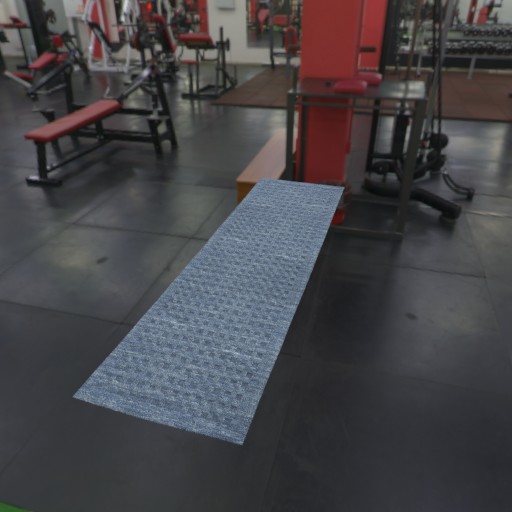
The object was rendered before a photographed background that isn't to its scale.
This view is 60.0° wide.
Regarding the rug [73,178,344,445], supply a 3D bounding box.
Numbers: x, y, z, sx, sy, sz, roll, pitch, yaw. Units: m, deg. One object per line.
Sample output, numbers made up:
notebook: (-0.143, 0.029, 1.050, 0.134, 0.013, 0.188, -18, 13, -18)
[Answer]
rug: (0.000, 0.000, 2.596, 0.688, 0.008, 2.443, 9, 32, 15)
